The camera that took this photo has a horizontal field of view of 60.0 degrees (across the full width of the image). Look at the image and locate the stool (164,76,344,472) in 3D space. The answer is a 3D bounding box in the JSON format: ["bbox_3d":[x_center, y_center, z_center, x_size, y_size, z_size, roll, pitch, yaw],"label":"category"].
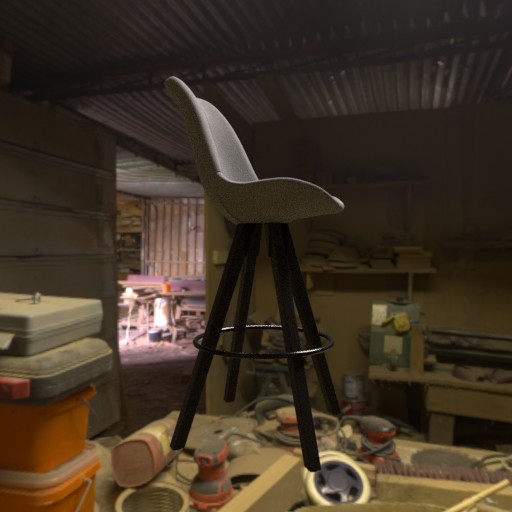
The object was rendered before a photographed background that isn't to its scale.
[{"bbox_3d":[0.000,0.000,1.429,0.550,1.115,0.485,0,1,18],"label":"stool"}]
